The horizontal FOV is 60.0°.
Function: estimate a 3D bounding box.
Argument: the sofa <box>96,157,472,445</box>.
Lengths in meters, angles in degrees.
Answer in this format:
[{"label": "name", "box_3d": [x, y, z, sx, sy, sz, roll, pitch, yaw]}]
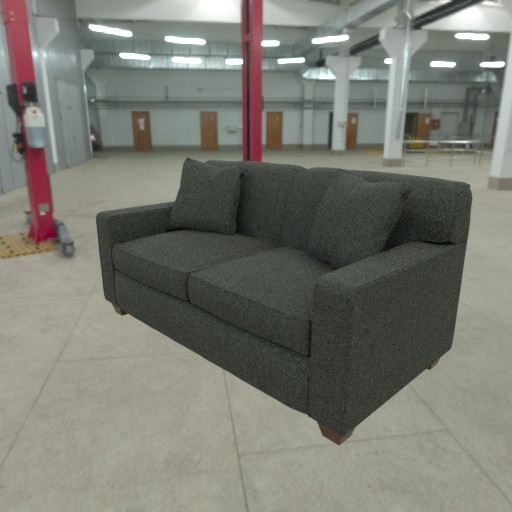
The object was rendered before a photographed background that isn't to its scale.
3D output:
[{"label": "sofa", "box_3d": [0.000, 0.000, 2.406, 0.998, 0.958, 1.846, -16, 23, -42]}]
